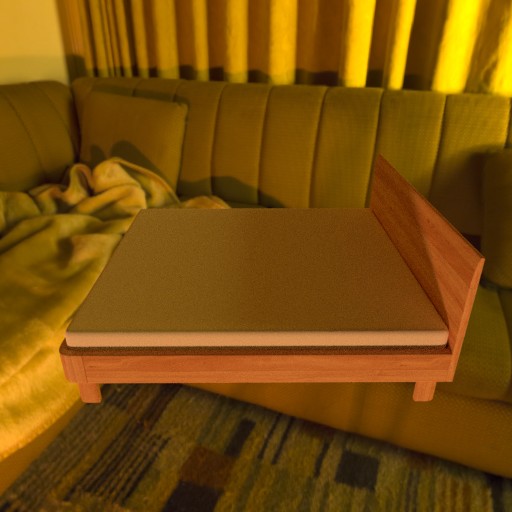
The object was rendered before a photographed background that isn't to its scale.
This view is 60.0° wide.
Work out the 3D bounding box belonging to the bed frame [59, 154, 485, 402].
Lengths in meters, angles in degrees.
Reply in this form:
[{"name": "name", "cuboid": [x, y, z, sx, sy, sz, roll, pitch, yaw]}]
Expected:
[{"name": "bed frame", "cuboid": [0.000, 0.000, 3.071, 2.092, 0.940, 1.872, 0, 27, 0]}]
